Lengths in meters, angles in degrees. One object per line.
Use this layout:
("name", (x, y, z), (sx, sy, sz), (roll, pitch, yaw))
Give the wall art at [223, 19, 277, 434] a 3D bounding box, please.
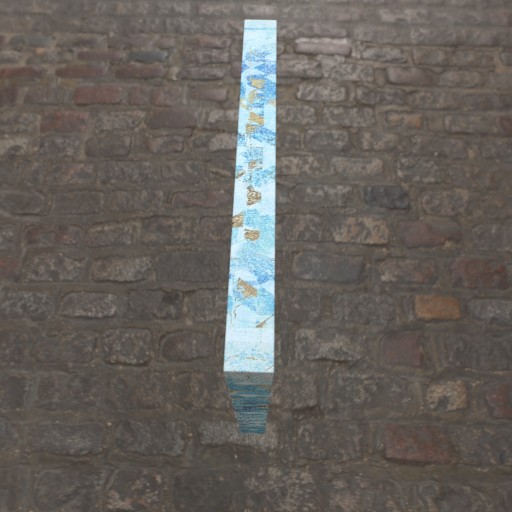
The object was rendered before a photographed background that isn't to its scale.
("wall art", (0.000, 0.000, 0.598), (0.037, 0.405, 0.405), (1, 62, 1))
